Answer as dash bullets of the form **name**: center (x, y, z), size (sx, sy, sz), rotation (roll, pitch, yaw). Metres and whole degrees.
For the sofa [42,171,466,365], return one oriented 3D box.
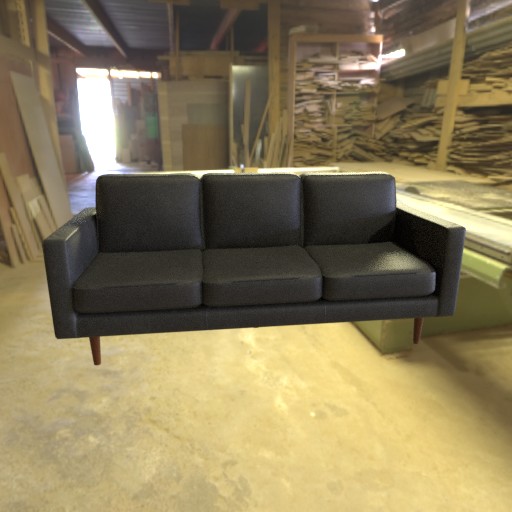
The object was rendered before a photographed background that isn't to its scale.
- **sofa**: center (0.000, 0.000, 2.530), size (2.029, 0.899, 0.879), rotation (-2, 17, -7)
